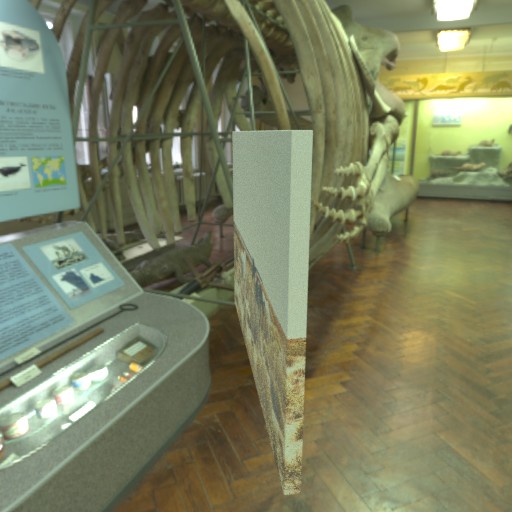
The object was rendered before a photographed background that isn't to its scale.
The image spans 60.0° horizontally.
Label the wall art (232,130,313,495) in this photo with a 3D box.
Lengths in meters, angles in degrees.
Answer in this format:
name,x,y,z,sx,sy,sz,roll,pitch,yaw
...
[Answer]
name,x,y,z,sx,sy,sz,roll,pitch,yaw
wall art,0.000,0.000,1.874,0.051,1.016,1.520,-2,16,-8
